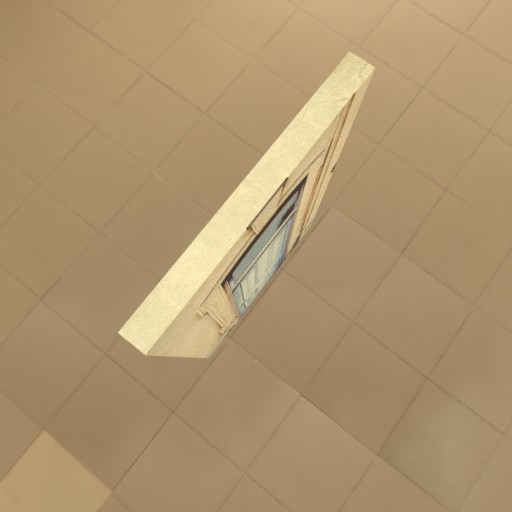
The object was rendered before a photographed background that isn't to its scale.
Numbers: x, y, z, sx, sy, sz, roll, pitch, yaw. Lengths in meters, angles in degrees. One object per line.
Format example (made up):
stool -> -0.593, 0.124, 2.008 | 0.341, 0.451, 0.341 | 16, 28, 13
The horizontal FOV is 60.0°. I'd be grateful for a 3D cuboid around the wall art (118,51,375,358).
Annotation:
wall art -> 0.000, 0.000, 0.767 | 0.036, 0.607, 0.403 | 37, 79, 8
